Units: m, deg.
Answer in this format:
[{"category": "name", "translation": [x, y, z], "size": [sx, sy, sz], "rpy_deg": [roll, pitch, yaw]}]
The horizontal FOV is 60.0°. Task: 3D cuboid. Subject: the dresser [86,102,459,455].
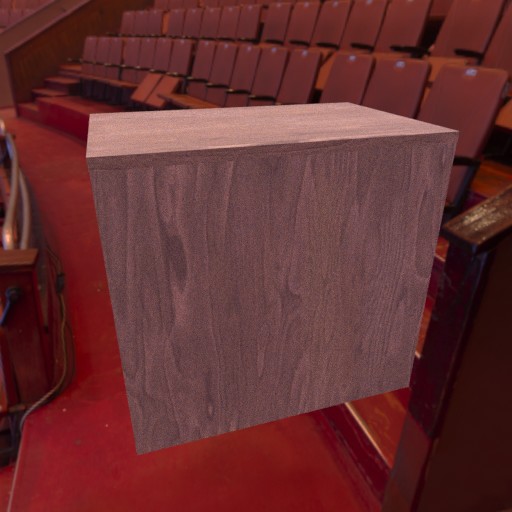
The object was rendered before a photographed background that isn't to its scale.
[{"category": "dresser", "translation": [0.000, 0.000, 1.298], "size": [0.809, 0.762, 0.529], "rpy_deg": [-8, 27, -16]}]
